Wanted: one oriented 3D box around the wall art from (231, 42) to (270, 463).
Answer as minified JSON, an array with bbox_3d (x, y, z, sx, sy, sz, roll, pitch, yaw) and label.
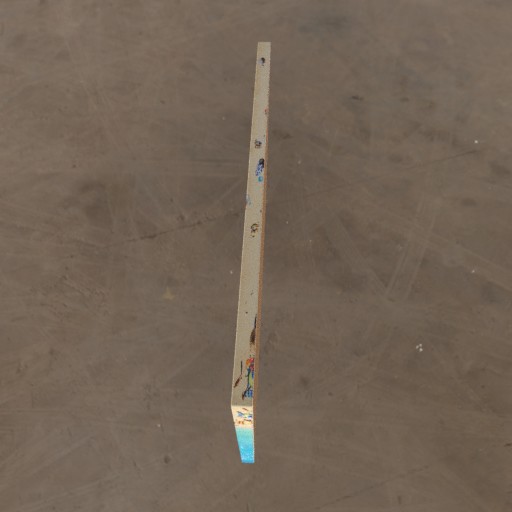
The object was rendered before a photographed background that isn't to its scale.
[{"bbox_3d":[0.000,0.000,1.442,0.040,0.769,1.136,2,58,1],"label":"wall art"}]
